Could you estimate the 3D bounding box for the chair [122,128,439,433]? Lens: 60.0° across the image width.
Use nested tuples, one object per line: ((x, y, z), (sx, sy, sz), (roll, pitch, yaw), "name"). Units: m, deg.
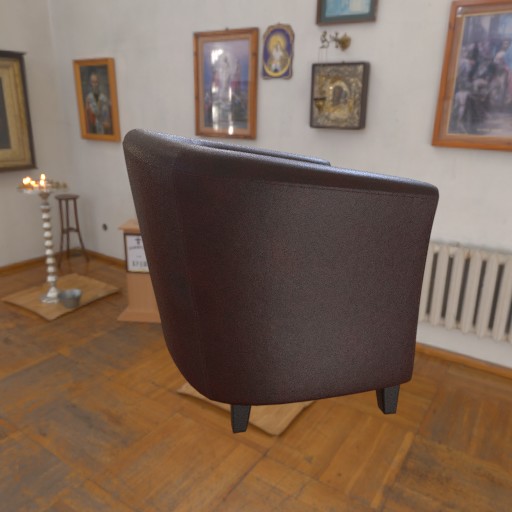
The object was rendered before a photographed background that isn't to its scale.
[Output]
((0.000, 0.000, 1.366), (0.727, 0.756, 0.792), (-3, 17, -10), "chair")
